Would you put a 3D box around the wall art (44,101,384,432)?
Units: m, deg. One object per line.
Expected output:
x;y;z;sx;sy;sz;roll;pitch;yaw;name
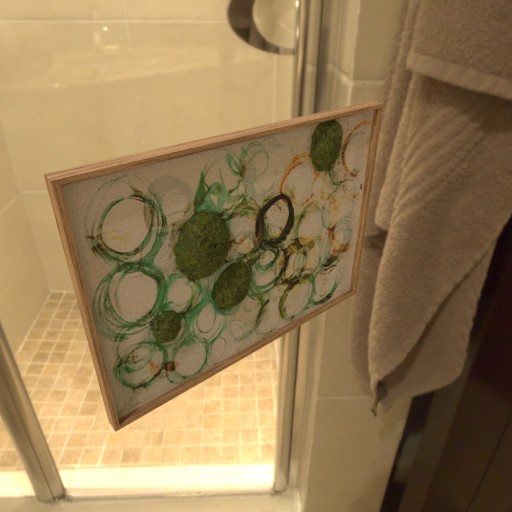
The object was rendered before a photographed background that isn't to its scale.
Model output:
0.000;0.000;1.085;0.841;0.609;0.063;-23;38;-33;wall art
